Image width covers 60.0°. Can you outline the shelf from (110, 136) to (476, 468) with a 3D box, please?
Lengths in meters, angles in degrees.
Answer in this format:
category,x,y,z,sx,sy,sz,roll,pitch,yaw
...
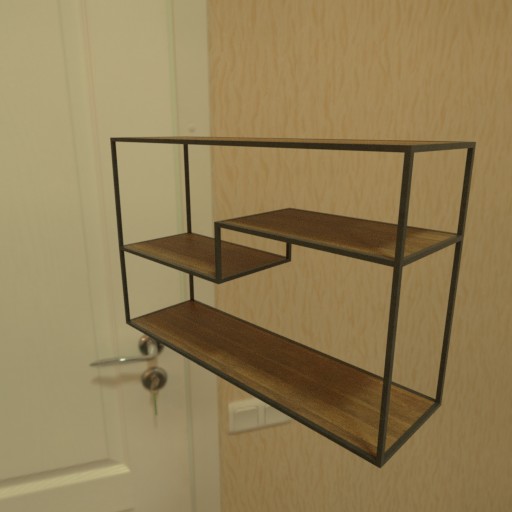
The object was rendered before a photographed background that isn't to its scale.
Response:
category,x,y,z,sx,sy,sz,roll,pitch,yaw
shelf,0.000,0.000,1.501,1.201,0.765,0.361,15,22,42
